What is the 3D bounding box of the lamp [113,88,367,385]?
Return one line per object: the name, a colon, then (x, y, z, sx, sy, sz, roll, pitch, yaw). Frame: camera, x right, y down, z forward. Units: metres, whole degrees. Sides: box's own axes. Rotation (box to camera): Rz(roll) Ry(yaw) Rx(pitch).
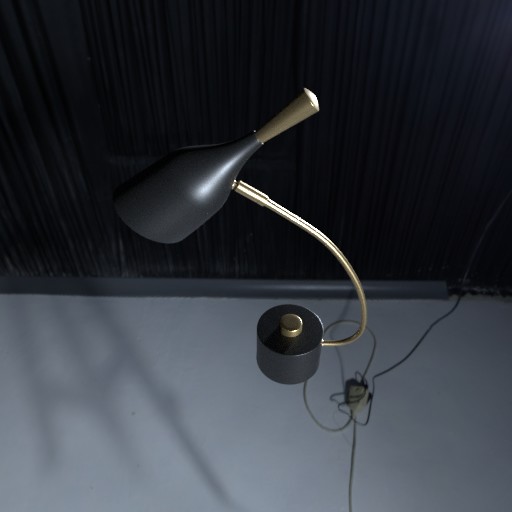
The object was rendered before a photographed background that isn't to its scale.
lamp: (0.000, 0.000, 0.618, 0.352, 0.464, 0.110, 0, 41, 0)
